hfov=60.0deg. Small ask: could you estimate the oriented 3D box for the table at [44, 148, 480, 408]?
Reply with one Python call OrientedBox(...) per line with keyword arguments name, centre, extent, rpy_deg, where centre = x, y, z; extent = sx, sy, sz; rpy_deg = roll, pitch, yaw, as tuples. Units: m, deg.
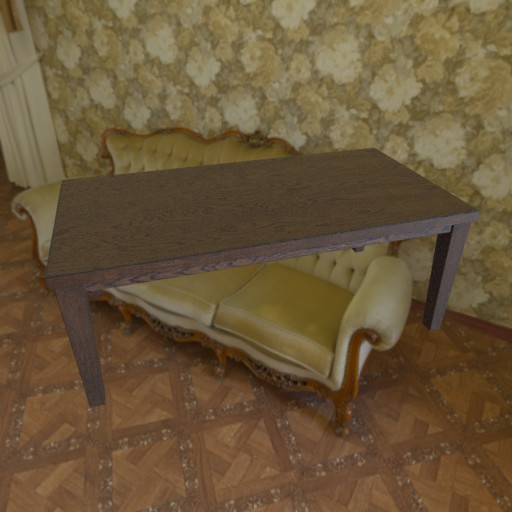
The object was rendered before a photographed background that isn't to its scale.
OrientedBox(name="table", centre=(0.000, 0.000, 2.530), extent=(1.981, 0.762, 1.016), rpy_deg=(-9, 33, -14))
